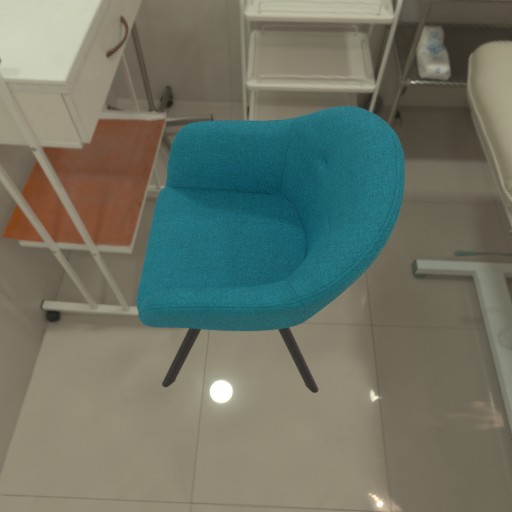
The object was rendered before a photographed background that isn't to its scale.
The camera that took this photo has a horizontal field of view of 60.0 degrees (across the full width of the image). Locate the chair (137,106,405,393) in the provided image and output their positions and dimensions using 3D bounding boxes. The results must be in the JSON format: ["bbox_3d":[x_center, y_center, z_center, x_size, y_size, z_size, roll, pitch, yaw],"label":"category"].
[{"bbox_3d":[0.000,0.000,1.167,0.565,0.775,0.545,2,58,1],"label":"chair"}]
